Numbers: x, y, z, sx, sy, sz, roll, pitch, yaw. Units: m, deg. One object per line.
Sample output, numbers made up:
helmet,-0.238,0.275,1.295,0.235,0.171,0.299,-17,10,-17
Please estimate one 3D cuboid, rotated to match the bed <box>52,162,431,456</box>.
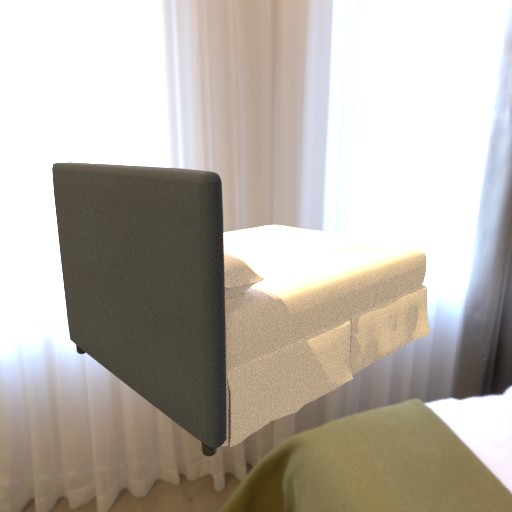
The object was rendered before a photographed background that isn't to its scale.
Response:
bed,0.000,0.000,3.154,2.162,1.330,1.713,-13,19,-42
